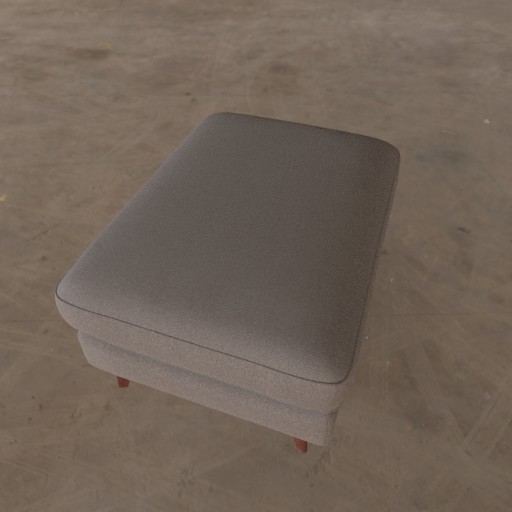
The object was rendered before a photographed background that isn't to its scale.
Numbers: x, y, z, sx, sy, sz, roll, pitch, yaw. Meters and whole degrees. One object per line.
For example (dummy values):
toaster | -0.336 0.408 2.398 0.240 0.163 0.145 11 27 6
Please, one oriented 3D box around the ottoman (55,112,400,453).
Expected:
ottoman | 0.000 0.000 1.159 0.608 0.449 0.811 14 47 14
